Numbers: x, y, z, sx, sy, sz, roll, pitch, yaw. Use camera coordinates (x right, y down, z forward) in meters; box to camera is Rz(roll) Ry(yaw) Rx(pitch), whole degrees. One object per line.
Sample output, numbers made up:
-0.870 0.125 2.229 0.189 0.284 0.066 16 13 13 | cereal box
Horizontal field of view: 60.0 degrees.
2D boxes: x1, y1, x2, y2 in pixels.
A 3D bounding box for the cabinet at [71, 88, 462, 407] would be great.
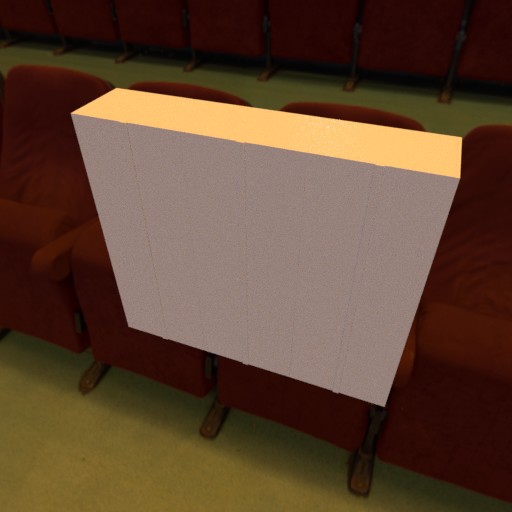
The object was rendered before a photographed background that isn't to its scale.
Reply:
0.000 0.000 3.849 2.700 2.370 0.590 14 41 16 | cabinet
